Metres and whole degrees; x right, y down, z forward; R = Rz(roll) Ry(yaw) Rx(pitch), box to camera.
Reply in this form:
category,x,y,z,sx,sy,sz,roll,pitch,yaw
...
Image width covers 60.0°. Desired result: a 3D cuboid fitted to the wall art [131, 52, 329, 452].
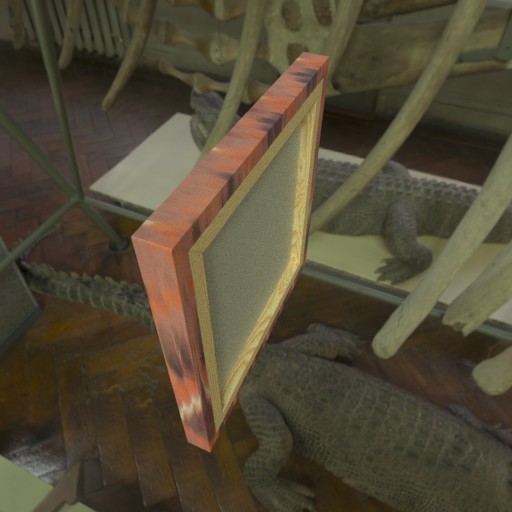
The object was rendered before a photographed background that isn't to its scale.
category,x,y,z,sx,sy,sz,roll,pitch,yaw
wall art,0.000,0.000,0.617,0.038,0.406,0.403,18,48,16
